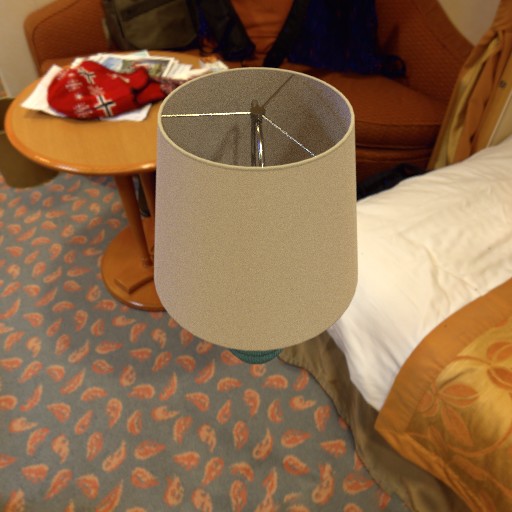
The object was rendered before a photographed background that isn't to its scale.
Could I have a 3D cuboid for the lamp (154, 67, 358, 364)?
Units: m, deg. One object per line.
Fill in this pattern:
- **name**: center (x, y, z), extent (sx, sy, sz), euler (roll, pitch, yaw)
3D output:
- **lamp**: center (0.000, 0.000, 0.550), extent (0.254, 0.392, 0.254), euler (0, 47, 0)
